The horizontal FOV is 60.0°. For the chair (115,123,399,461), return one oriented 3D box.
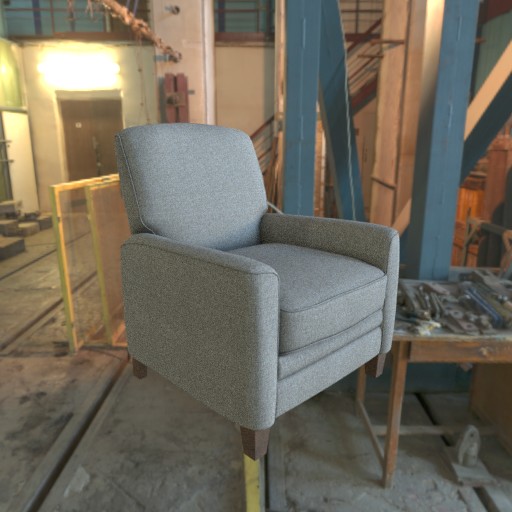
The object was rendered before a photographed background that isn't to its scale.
[{"bbox_3d":[0.000,0.000,1.723,0.848,1.014,0.864,-14,20,-43],"label":"chair"}]
